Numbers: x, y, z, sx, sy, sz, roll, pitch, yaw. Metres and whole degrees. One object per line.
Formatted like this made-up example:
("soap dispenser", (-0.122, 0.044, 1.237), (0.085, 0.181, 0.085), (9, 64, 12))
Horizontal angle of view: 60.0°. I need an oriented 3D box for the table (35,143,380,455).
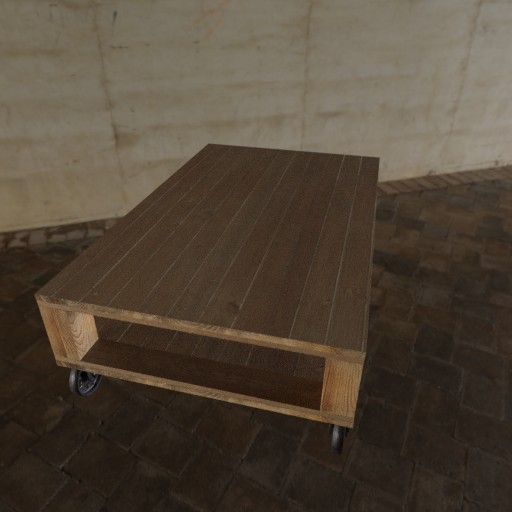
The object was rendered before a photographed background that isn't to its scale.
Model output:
("table", (0.000, 0.000, 1.683), (0.827, 0.413, 1.299), (8, 32, 12))
